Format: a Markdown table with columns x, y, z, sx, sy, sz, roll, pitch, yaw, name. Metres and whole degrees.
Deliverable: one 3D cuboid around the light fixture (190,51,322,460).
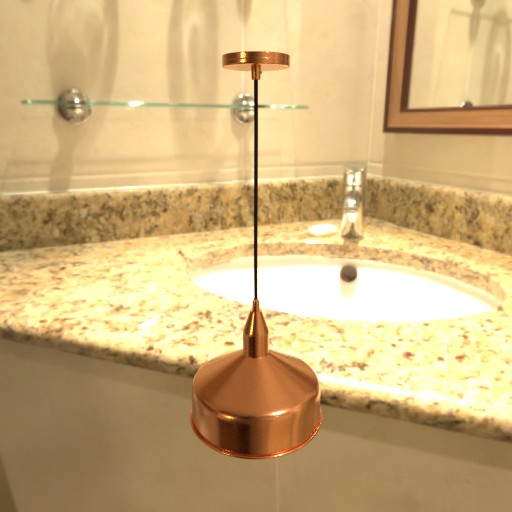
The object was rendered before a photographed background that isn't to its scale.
| x | y | z | sx | sy | sz | roll | pitch | yaw | name |
| --- | --- | --- | --- | --- | --- | --- | --- | --- | --- |
| 0.000 | 0.000 | 0.910 | 0.301 | 0.754 | 0.301 | 9 | 19 | 26 | light fixture |
